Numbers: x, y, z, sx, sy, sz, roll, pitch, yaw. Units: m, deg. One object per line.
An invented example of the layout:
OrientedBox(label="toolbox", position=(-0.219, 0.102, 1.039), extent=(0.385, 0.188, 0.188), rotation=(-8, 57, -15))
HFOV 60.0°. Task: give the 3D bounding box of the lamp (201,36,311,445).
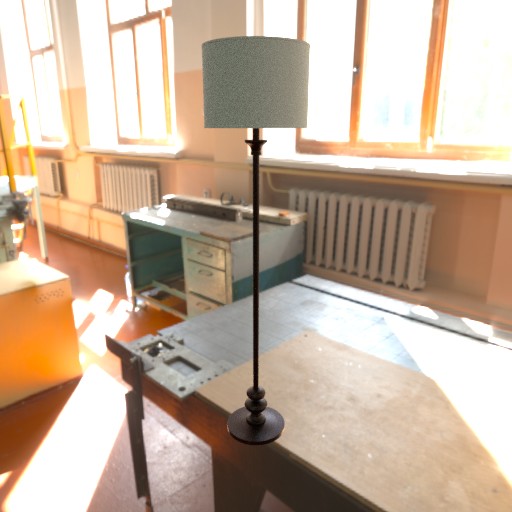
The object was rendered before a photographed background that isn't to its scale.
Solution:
OrientedBox(label="lamp", position=(0.000, 0.000, 1.658), extent=(0.356, 1.487, 0.356), rotation=(-3, 16, -10))
